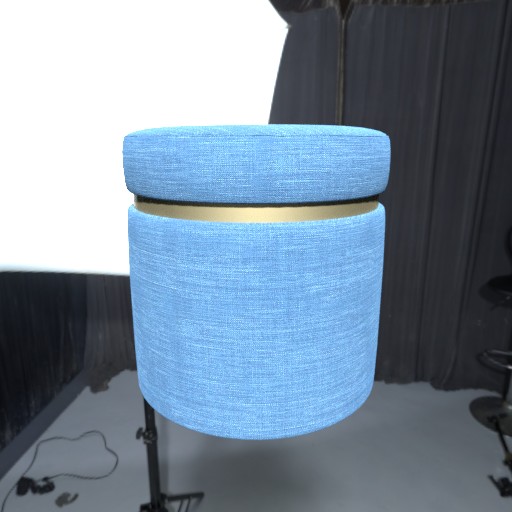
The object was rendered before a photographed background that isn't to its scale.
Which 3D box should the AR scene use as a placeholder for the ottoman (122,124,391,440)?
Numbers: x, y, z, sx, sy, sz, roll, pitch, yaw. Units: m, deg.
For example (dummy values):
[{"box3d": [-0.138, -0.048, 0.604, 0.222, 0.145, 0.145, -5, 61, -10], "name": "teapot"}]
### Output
[{"box3d": [0.000, 0.000, 0.721, 0.398, 0.406, 0.398, 0, 14, 0], "name": "ottoman"}]
